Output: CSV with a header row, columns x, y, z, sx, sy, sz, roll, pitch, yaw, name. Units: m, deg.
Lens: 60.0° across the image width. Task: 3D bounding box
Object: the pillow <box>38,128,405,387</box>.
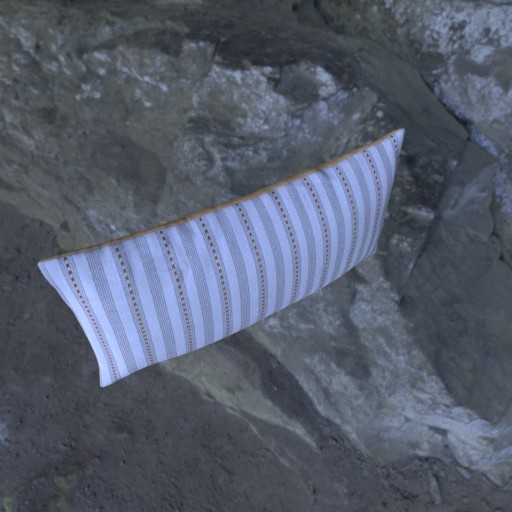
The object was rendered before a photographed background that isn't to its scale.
x,y,z,sx,sy,sz,roll,pitch,yaw,name
0.000,0.000,0.741,0.608,0.291,0.151,-24,50,-22,pillow
